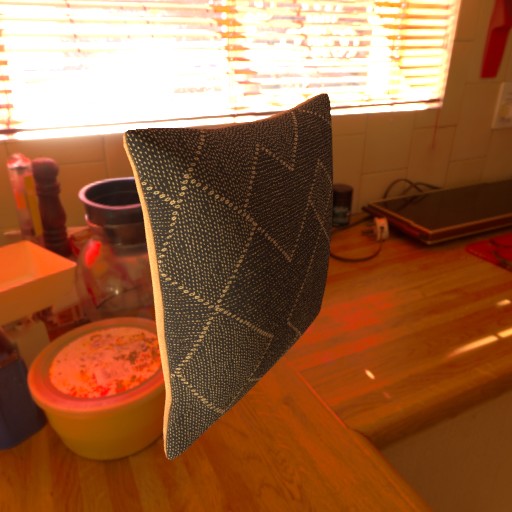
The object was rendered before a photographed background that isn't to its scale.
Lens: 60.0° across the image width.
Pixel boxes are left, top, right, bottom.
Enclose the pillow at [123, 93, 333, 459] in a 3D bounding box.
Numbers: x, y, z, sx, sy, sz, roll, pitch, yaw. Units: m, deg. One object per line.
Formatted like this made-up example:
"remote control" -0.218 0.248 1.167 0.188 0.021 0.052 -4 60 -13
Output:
"pillow" 0.000 0.000 0.662 0.148 0.428 0.435 16 30 30
